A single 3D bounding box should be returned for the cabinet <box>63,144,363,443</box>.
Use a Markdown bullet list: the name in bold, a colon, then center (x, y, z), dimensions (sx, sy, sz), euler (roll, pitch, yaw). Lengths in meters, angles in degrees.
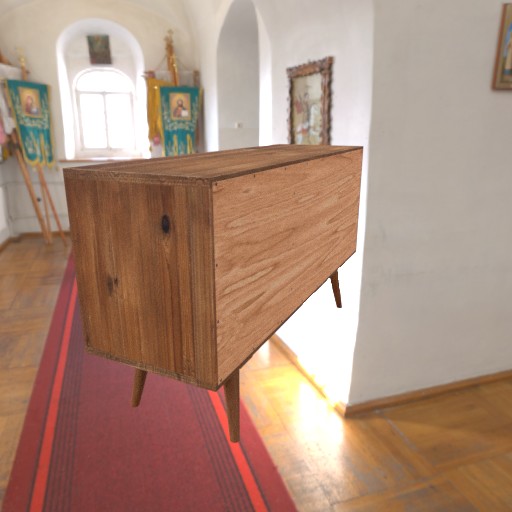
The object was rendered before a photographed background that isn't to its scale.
- **cabinet**: center (0.000, 0.000, 1.774), dimensions (0.472, 0.800, 1.400), euler (8, 19, 25)
